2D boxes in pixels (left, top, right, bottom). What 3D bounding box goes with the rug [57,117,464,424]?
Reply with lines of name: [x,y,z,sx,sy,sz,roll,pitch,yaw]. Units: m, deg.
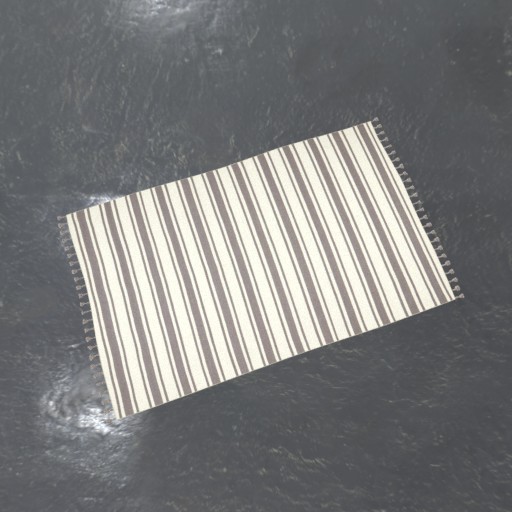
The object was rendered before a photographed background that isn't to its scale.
rug: [0.000,0.000,2.567,2.096,0.011,1.229,-18,75,-5]
